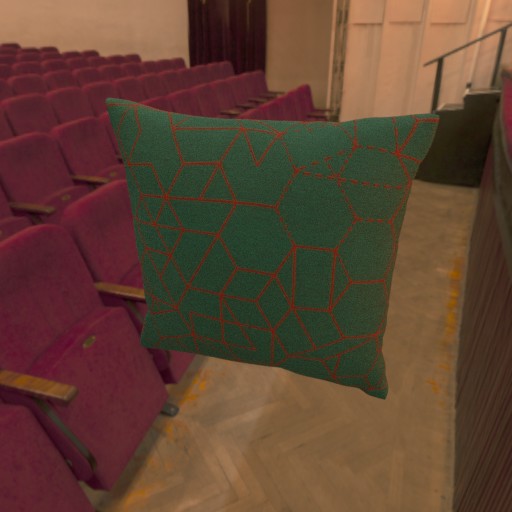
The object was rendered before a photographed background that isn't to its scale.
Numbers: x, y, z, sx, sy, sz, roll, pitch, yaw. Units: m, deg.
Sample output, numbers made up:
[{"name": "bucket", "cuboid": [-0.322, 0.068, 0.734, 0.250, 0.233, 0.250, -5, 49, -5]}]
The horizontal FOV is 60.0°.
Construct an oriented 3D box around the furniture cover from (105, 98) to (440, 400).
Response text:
[{"name": "furniture cover", "cuboid": [0.000, 0.000, 0.776, 0.517, 0.508, 0.158, 8, 28, 15]}]
